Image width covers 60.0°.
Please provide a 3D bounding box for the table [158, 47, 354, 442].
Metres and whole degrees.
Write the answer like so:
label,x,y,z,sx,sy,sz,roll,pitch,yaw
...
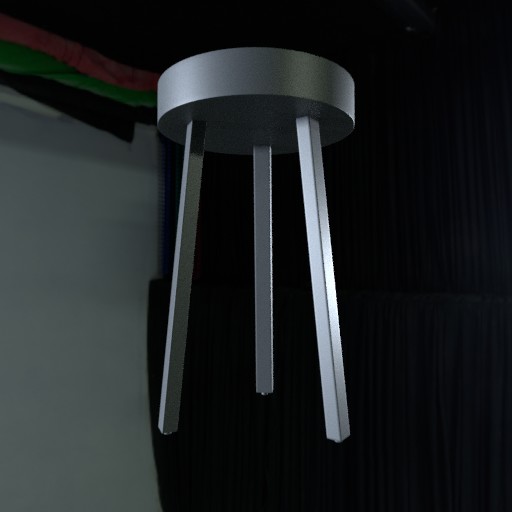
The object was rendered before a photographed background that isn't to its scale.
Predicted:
label,x,y,z,sx,sy,sz,roll,pitch,yaw
table,0.000,0.000,0.933,0.406,0.686,0.406,-1,-1,37
